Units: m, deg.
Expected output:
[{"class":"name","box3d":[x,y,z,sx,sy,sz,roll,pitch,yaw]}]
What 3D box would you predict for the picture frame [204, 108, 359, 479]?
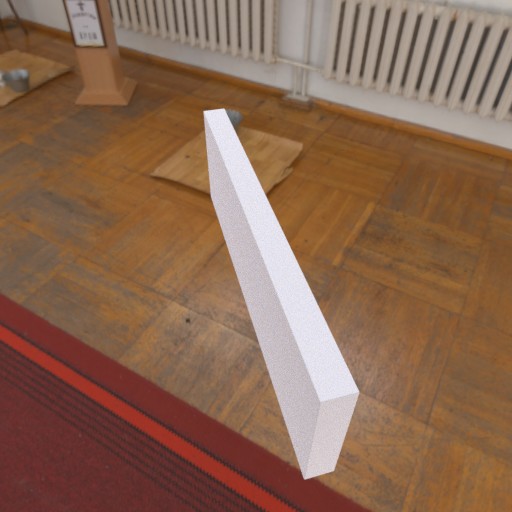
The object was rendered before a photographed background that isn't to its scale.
[{"class":"picture frame","box3d":[0.000,0.000,0.872,0.050,0.250,0.759,-11,45,-11]}]
